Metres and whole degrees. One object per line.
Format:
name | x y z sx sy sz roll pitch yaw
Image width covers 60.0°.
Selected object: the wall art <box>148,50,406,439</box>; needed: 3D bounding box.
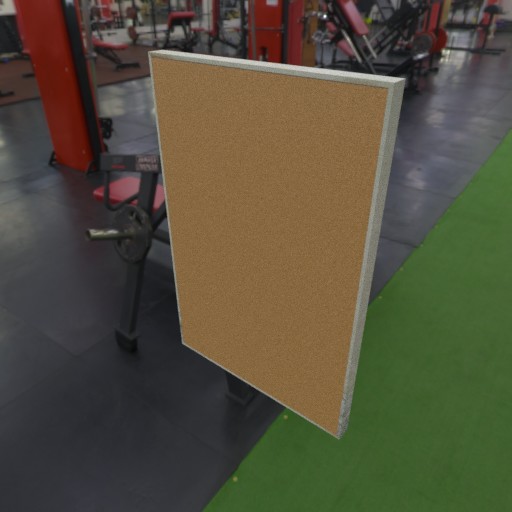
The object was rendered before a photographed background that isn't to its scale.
wall art | 0.000 0.000 0.947 0.508 0.764 0.038 22 38 32
